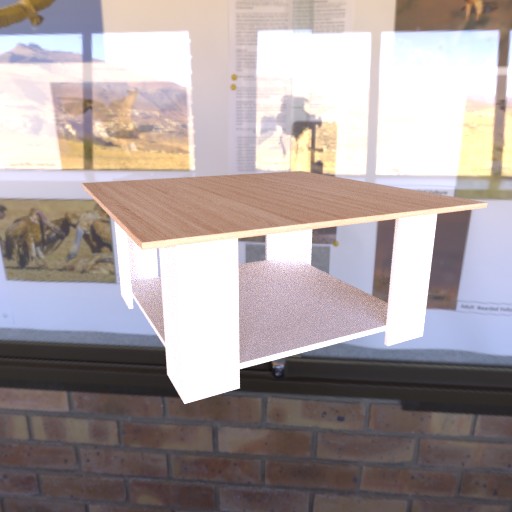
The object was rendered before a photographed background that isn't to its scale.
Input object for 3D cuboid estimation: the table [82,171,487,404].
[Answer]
[{"bbox_3d":[0.000,0.000,1.046,0.670,0.305,0.670,-8,19,-26],"label":"table"}]
